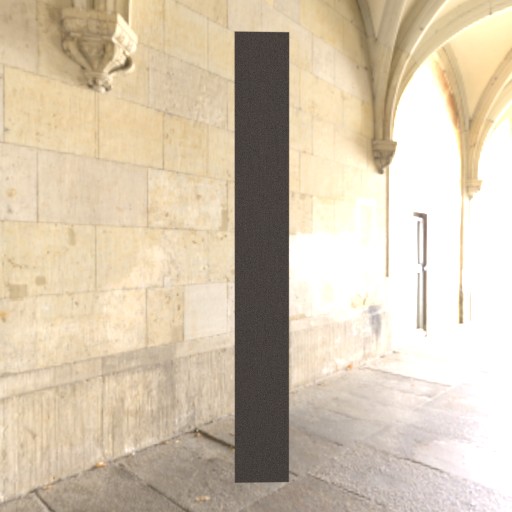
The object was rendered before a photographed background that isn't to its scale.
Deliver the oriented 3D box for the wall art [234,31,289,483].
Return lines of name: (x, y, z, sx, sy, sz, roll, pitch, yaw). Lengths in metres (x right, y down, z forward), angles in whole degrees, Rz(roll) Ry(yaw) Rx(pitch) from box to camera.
wall art: (0.000, 0.000, 0.446, 0.036, 0.300, 0.302, 0, 1, -2)
